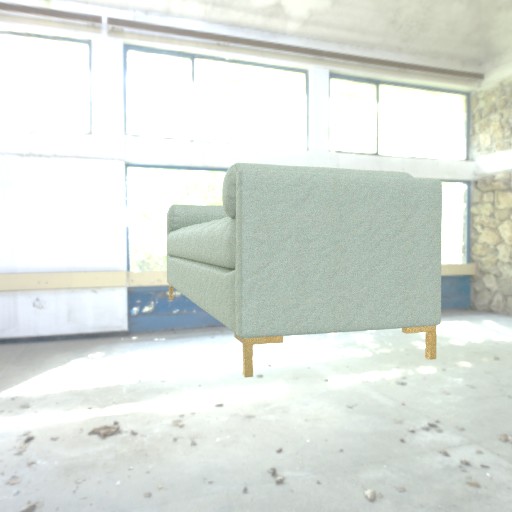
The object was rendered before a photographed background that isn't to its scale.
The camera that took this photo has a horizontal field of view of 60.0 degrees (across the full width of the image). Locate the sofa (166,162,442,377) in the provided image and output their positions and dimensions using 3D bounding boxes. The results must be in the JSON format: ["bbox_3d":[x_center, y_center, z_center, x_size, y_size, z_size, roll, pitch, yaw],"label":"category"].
[{"bbox_3d":[0.000,0.000,2.484,0.796,0.705,2.102,-1,2,-18],"label":"sofa"}]
